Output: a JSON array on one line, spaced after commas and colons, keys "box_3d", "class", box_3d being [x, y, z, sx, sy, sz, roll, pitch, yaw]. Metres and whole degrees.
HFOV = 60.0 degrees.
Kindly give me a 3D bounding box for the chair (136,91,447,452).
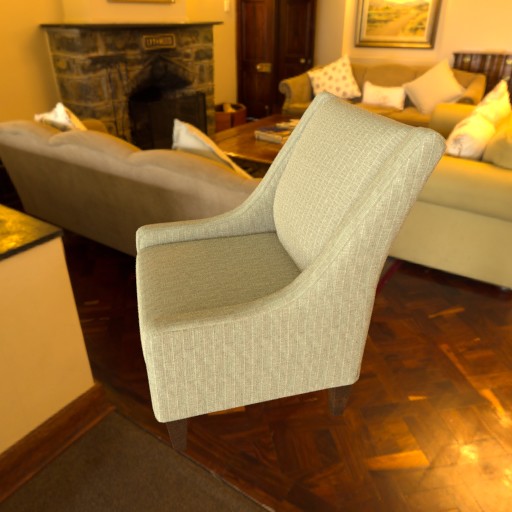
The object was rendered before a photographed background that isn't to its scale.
[{"box_3d": [0.000, 0.000, 1.617, 0.870, 1.014, 0.774, -7, 29, -13], "class": "chair"}]
